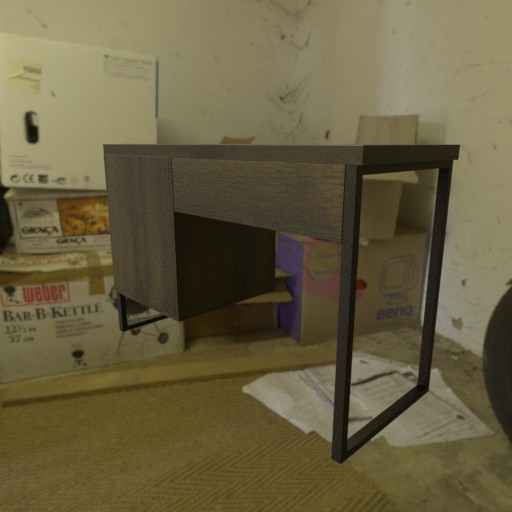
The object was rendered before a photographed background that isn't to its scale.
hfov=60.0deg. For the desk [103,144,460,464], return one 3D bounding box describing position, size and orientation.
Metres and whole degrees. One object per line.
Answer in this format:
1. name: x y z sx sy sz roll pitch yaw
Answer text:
1. desk: 0.000 0.000 1.539 0.511 0.752 1.134 -13 20 -42
